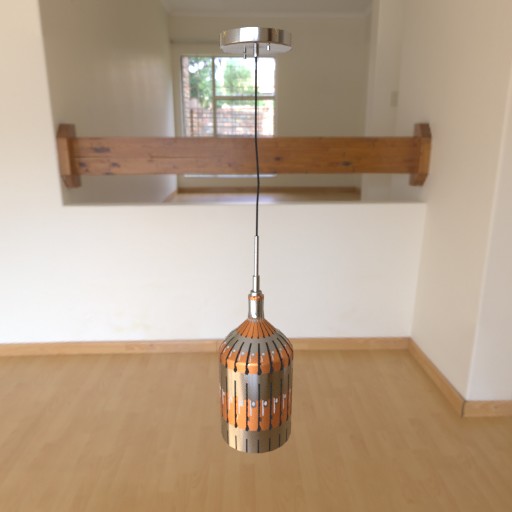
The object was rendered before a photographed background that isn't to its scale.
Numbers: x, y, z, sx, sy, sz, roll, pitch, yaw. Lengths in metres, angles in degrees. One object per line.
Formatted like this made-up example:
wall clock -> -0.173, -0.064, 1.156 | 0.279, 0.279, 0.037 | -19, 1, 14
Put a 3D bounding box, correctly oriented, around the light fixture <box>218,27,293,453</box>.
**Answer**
light fixture -> 0.000, 0.000, 1.692 | 0.303, 1.535, 0.303 | 0, 15, 0
